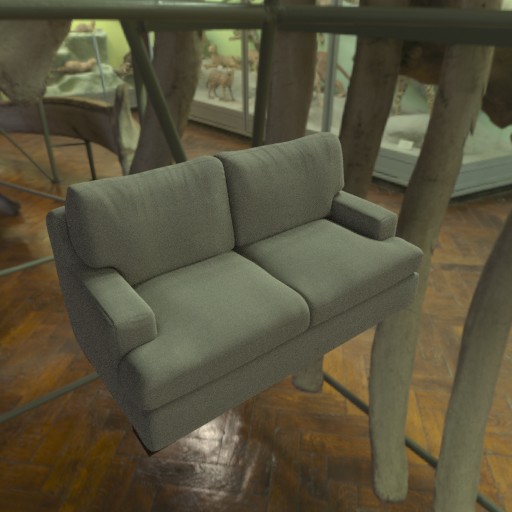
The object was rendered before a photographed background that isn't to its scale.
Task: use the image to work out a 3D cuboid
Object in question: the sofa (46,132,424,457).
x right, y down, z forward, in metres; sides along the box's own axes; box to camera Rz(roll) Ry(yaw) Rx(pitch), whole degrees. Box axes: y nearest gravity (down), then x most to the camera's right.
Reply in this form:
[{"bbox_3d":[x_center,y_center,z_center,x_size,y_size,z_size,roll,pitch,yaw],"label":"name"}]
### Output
[{"bbox_3d":[0.000,0.000,2.410,1.855,0.980,0.962,-21,35,-32],"label":"sofa"}]
